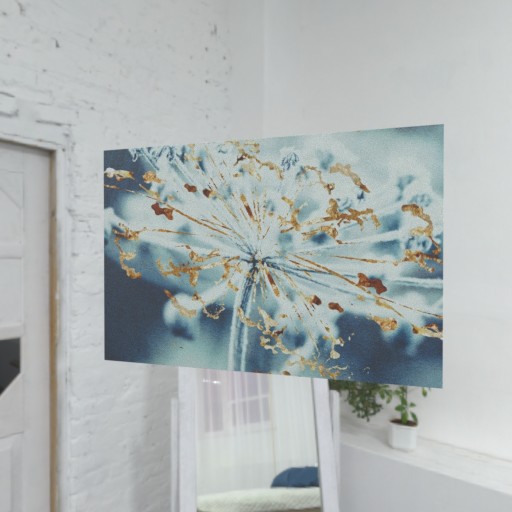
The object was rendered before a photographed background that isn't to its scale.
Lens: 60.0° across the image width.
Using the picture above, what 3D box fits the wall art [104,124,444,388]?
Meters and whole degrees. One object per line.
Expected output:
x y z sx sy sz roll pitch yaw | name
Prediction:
0.000 0.000 1.171 0.912 0.608 0.038 0 1 17 | wall art
